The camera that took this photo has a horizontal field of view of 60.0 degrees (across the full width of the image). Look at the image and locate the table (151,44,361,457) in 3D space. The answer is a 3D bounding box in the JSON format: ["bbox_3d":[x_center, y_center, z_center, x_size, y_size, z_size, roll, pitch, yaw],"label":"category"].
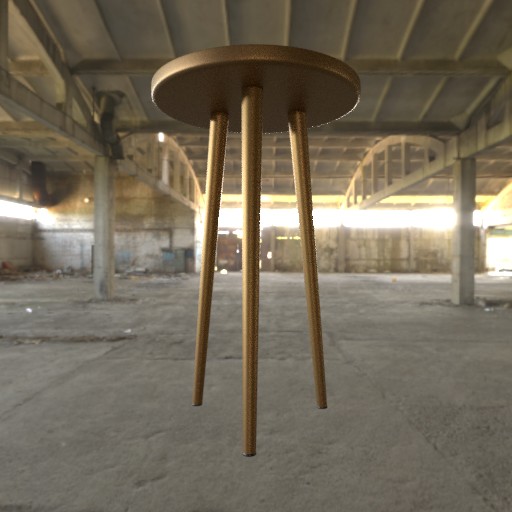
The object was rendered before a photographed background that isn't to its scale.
[{"bbox_3d":[0.000,0.000,0.651,0.299,0.480,0.299,0,0,1],"label":"table"}]
